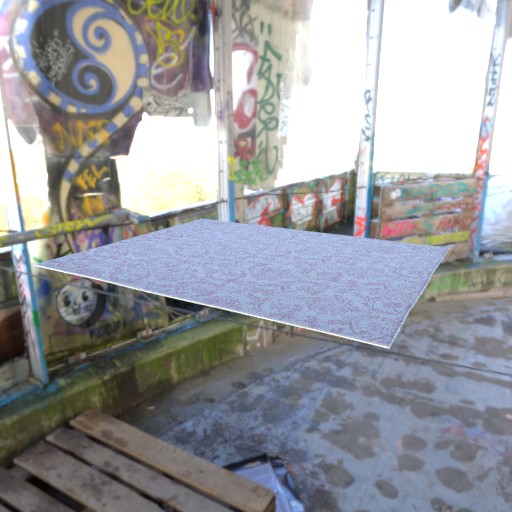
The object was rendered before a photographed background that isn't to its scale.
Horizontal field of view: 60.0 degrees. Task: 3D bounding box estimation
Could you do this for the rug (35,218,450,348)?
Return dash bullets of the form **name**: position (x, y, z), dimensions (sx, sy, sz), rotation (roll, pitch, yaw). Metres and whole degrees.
- **rug**: position (0.000, 0.000, 4.025), dimensions (2.980, 0.012, 2.363), rotation (9, 18, 29)
